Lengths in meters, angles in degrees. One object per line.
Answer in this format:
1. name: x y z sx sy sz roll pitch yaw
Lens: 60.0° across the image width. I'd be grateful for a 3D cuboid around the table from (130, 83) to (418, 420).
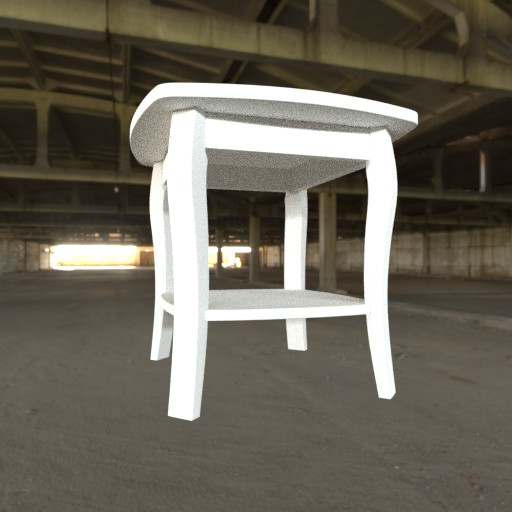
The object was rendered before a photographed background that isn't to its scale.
1. table: 0.000 0.000 0.825 0.451 0.438 0.502 0 0 -17
